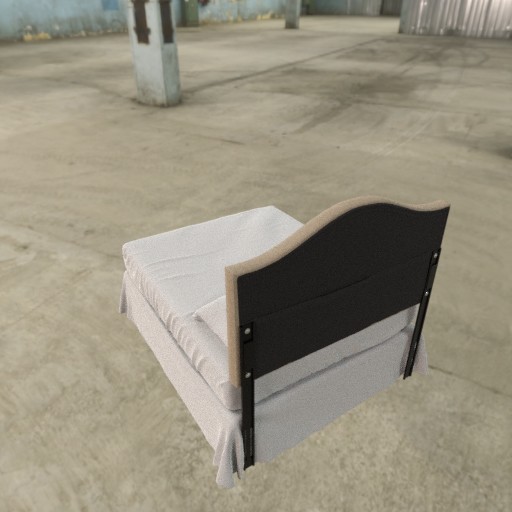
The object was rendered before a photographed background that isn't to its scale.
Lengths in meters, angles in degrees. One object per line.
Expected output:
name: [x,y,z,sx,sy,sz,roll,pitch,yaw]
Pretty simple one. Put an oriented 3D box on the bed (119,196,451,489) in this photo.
bed: [0.000,0.000,3.477,1.876,1.645,2.221,-17,34,-27]
